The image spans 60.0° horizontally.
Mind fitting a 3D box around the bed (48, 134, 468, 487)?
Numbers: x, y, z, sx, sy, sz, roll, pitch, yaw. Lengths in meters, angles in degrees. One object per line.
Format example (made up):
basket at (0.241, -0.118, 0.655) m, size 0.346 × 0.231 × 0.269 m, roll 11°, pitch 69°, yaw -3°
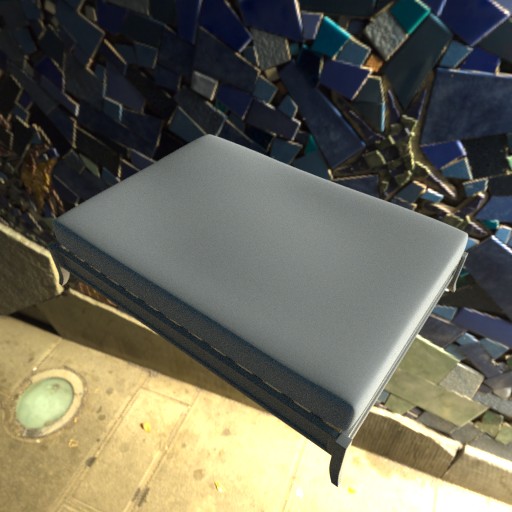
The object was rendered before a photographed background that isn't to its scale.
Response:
bed at (0.000, 0.000, 2.581) m, size 1.985 × 0.510 × 1.460 m, roll 27°, pitch 48°, yaw 27°
